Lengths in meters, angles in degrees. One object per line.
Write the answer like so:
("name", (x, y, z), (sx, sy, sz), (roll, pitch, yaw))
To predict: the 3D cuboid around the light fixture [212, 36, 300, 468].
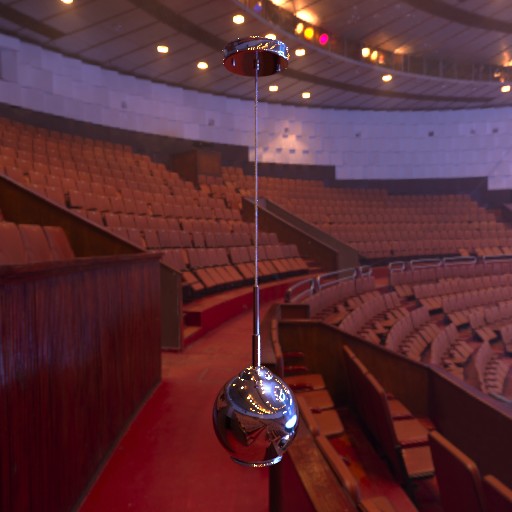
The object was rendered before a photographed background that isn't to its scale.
("light fixture", (0.000, 0.000, 1.692), (0.336, 1.538, 0.336), (-1, 2, -17))
